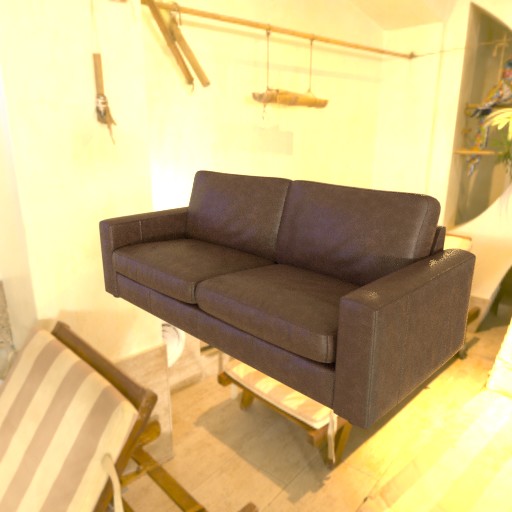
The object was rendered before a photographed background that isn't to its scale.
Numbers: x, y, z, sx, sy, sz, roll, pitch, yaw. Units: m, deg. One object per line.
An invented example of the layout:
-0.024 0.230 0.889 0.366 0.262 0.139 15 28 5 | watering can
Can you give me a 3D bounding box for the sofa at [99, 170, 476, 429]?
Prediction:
0.000 0.000 2.686 1.016 0.873 2.179 -16 23 -43 | sofa
